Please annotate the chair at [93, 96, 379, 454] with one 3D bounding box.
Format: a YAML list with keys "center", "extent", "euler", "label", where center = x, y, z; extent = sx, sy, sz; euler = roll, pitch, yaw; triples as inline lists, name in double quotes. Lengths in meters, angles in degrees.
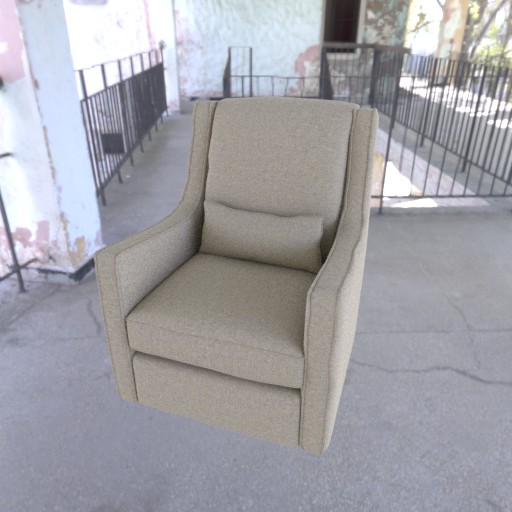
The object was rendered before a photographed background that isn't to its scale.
- center: [0.000, 0.000, 1.582]
  extent: [0.732, 0.993, 0.879]
  euler: [9, 28, 17]
  label: "chair"
